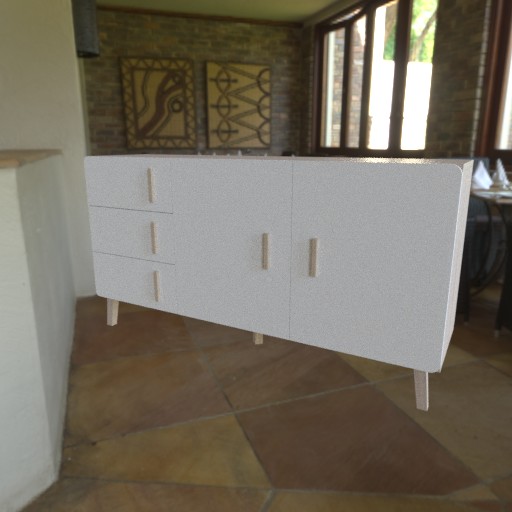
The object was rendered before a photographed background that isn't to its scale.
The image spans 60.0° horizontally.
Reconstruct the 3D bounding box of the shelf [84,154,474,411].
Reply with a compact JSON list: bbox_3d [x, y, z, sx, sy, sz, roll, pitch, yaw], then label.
[{"bbox_3d":[0.000,0.000,1.802,1.490,0.780,0.400,8,16,28],"label":"shelf"}]
